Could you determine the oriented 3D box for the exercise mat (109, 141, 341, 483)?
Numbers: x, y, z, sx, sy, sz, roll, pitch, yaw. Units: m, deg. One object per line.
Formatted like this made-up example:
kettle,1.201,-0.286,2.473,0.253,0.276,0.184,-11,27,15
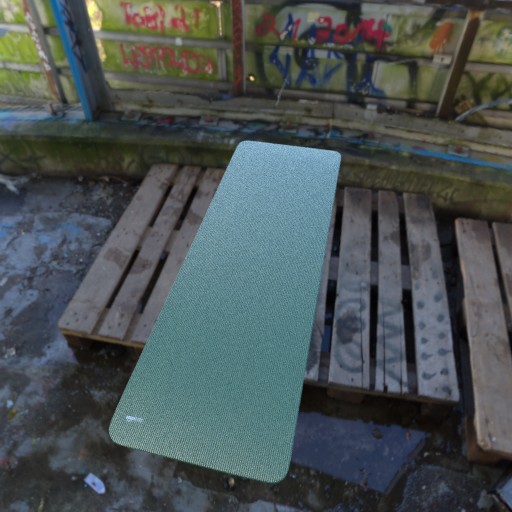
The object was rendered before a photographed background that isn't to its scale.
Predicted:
exercise mat,0.000,0.000,2.039,0.616,0.021,1.869,9,47,9
